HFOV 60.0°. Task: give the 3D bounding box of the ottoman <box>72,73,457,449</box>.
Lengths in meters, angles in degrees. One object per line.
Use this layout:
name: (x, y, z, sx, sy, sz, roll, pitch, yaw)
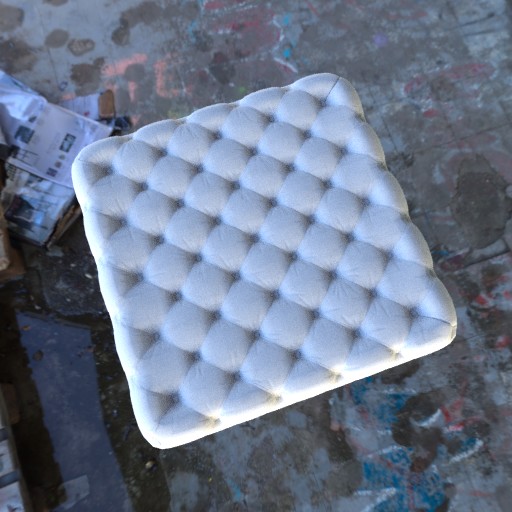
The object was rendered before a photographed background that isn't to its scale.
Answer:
ottoman: (0.000, 0.000, 1.195, 0.755, 0.376, 0.753, -19, 77, -5)
